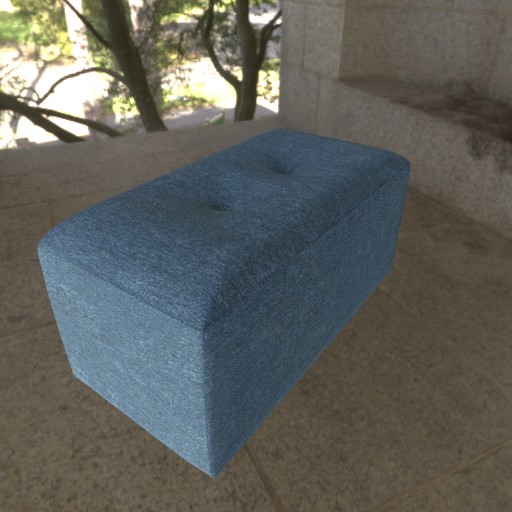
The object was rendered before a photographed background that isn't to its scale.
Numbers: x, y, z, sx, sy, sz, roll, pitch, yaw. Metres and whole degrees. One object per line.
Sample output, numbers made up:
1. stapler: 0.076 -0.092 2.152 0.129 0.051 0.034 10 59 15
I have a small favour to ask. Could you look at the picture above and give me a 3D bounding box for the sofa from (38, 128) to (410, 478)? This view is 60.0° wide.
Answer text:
1. sofa: 0.000 0.000 1.194 0.480 0.470 0.930 22 39 30
